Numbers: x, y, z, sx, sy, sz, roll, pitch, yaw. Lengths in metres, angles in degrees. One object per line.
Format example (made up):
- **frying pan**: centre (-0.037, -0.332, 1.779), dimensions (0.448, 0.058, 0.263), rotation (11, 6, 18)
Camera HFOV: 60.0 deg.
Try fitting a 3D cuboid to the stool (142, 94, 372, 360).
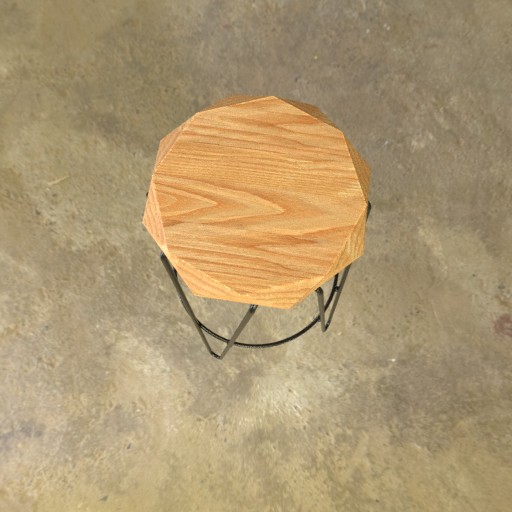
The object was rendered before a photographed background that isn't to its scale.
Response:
- **stool**: centre (0.000, 0.000, 0.811), dimensions (0.326, 0.610, 0.326), rotation (-14, 76, -3)
